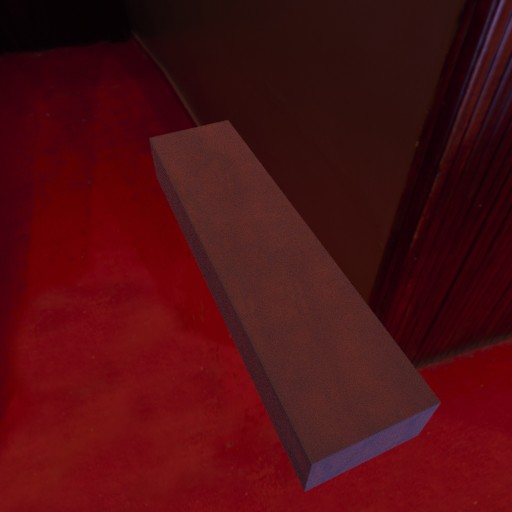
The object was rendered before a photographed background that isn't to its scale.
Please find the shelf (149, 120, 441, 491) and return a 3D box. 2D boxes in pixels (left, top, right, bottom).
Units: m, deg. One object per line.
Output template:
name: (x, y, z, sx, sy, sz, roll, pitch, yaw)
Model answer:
shelf: (0.000, 0.000, 0.659, 0.152, 0.088, 0.607, -18, 50, -16)
